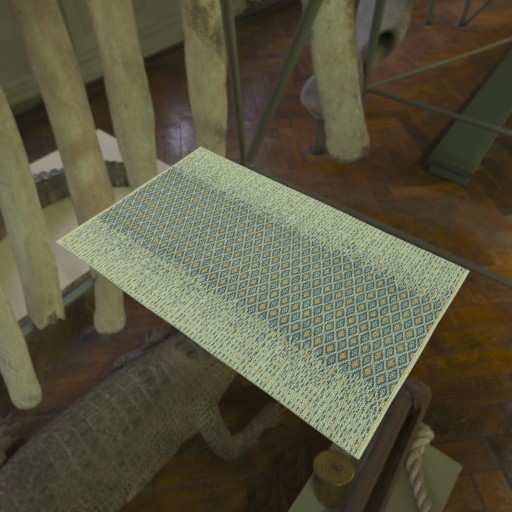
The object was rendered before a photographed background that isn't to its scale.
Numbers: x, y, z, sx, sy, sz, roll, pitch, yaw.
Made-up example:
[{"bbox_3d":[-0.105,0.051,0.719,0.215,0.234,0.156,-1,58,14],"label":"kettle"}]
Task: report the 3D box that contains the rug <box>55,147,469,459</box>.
[{"bbox_3d":[0.000,0.000,3.081,2.448,0.008,1.541,29,53,25],"label":"rug"}]
